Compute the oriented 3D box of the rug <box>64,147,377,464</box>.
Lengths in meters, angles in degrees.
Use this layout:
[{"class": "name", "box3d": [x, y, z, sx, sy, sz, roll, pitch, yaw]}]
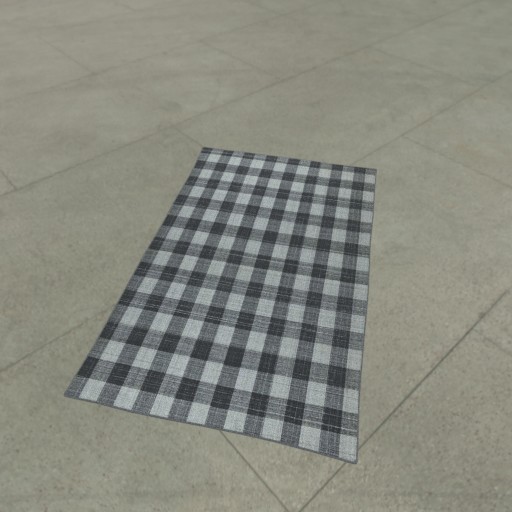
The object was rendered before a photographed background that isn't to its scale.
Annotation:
[{"class": "rug", "box3d": [0.000, 0.000, 3.060, 1.554, 0.011, 2.476, 9, 47, 9]}]
